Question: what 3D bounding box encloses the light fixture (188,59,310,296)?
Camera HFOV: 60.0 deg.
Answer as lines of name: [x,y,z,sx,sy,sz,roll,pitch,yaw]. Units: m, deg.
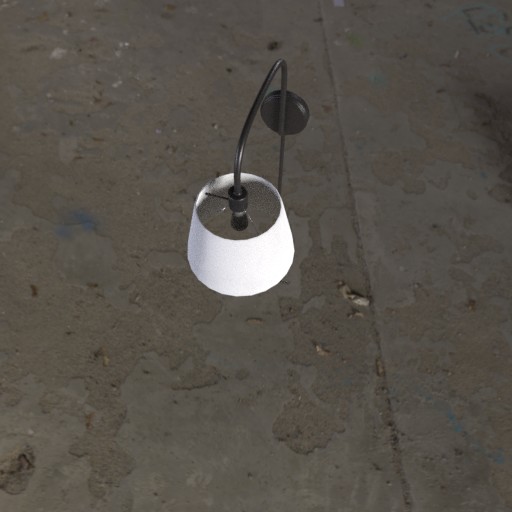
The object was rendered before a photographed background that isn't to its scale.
light fixture: [0.000,0.000,0.471,0.092,0.399,0.176,16,60,9]
